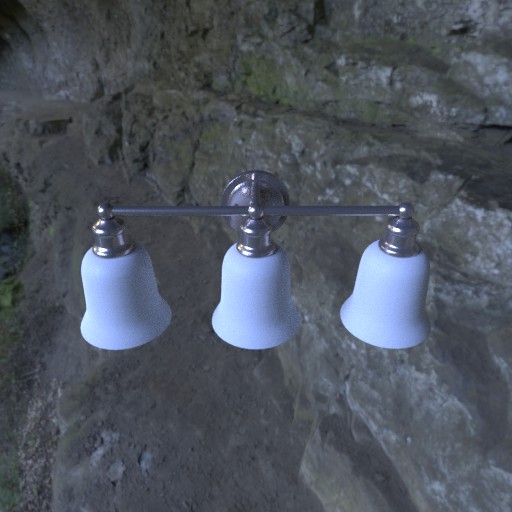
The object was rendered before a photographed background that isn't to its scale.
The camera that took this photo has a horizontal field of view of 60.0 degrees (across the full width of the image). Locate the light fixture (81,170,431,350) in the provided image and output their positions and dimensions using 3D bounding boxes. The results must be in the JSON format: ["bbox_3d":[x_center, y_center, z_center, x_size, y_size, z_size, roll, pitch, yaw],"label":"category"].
[{"bbox_3d":[0.000,0.000,0.700,0.570,0.211,0.198,0,31,0],"label":"light fixture"}]
